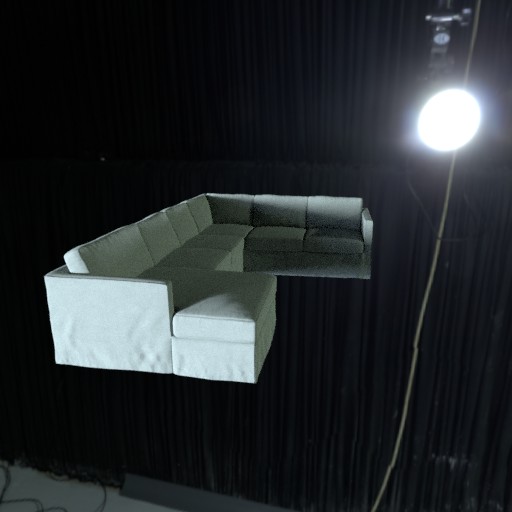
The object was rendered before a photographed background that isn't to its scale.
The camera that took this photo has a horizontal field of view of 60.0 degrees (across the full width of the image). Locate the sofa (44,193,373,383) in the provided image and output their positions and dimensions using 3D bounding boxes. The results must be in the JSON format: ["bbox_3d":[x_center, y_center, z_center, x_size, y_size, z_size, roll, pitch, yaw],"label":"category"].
[{"bbox_3d":[0.000,0.000,4.569,2.440,0.869,3.434,3,16,10],"label":"sofa"}]
